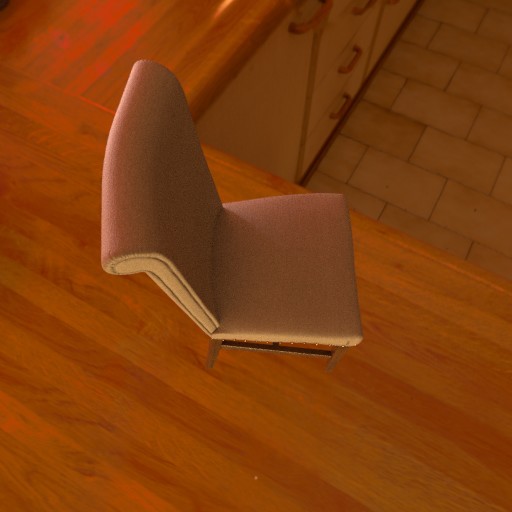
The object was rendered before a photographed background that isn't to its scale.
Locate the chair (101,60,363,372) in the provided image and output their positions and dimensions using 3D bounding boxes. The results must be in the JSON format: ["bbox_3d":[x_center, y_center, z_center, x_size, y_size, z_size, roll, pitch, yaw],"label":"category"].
[{"bbox_3d":[0.000,0.000,1.314,0.608,0.988,0.513,-1,63,0],"label":"chair"}]
